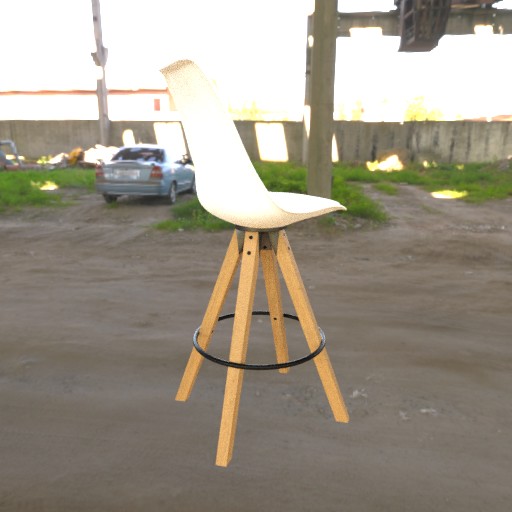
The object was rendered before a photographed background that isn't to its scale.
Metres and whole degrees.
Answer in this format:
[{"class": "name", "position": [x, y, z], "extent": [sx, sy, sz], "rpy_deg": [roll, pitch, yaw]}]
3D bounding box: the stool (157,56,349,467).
[{"class": "stool", "position": [0.000, 0.000, 1.421], "extent": [0.549, 1.115, 0.482], "rpy_deg": [-7, 16, -27]}]
